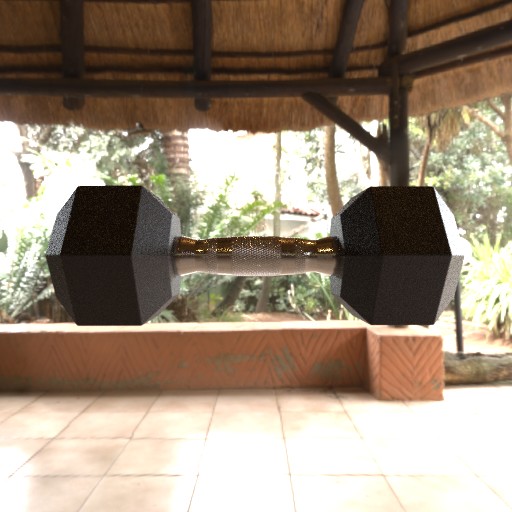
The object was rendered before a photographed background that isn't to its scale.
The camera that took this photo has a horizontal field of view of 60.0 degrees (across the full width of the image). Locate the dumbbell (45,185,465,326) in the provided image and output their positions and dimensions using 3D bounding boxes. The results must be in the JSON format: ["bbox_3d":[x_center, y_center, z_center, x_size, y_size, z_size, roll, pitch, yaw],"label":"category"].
[{"bbox_3d":[0.000,0.000,0.349,0.297,0.101,0.116,0,-1,-1],"label":"dumbbell"}]
